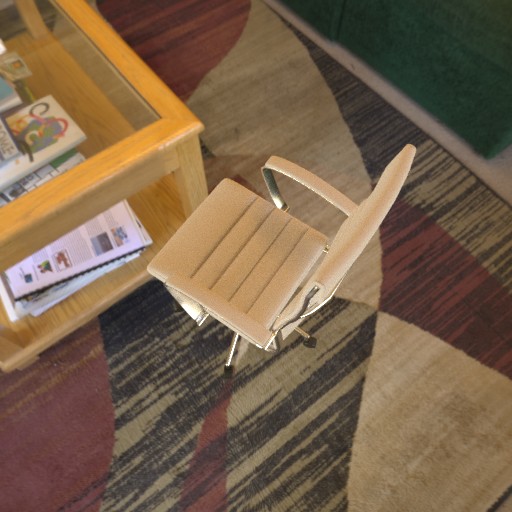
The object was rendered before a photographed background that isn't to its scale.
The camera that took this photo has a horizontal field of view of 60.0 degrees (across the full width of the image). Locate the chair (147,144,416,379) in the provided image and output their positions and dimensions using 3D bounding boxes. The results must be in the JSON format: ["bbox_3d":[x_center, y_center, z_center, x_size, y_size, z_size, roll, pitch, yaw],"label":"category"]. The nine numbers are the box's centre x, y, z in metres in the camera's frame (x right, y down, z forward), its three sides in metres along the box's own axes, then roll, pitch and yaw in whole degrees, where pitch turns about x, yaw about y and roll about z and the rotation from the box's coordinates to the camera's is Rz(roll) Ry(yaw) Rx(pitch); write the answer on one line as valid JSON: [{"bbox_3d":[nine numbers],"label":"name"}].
[{"bbox_3d":[0.000,0.000,1.552,0.667,1.149,0.679,32,68,14],"label":"chair"}]
